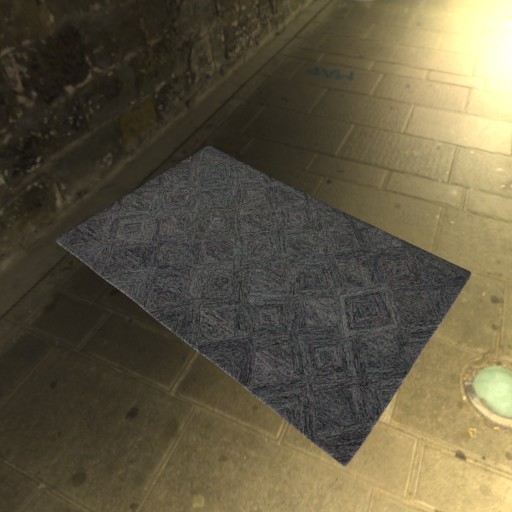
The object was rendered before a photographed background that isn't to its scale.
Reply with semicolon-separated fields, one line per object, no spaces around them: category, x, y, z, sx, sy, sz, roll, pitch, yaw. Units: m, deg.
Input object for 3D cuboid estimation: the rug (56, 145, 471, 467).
rug;0.000;0.000;2.201;1.752;0.013;1.158;31;54;26
